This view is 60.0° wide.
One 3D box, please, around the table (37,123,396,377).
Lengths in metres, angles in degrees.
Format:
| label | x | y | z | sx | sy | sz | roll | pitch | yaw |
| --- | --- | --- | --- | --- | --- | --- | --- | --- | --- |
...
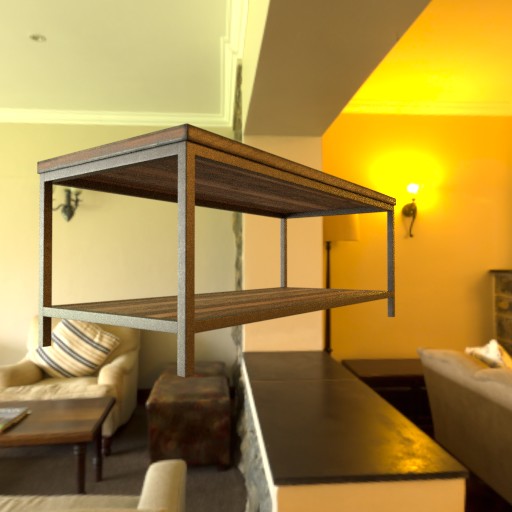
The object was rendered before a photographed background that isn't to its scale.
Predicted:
| label | x | y | z | sx | sy | sz | roll | pitch | yaw |
| --- | --- | --- | --- | --- | --- | --- | --- | --- | --- |
| table | 0.000 | 0.000 | 1.224 | 0.452 | 0.399 | 0.990 | -1 | -1 | 36 |
